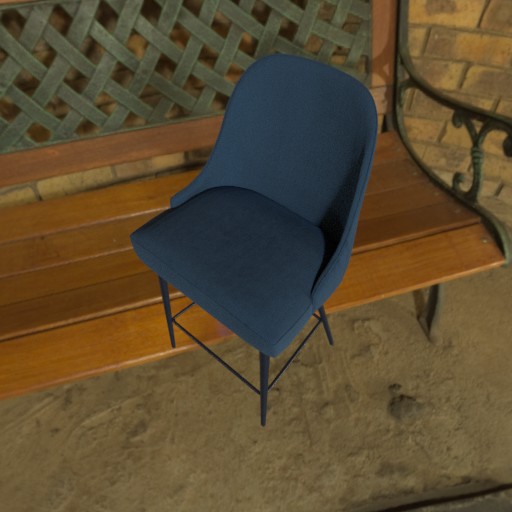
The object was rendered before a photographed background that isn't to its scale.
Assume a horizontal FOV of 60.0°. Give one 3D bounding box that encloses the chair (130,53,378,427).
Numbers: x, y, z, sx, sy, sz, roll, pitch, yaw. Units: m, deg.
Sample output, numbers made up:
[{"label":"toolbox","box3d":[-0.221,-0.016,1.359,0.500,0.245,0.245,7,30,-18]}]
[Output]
[{"label":"chair","box3d":[0.000,0.000,1.251,0.526,0.927,0.489,33,56,26]}]
